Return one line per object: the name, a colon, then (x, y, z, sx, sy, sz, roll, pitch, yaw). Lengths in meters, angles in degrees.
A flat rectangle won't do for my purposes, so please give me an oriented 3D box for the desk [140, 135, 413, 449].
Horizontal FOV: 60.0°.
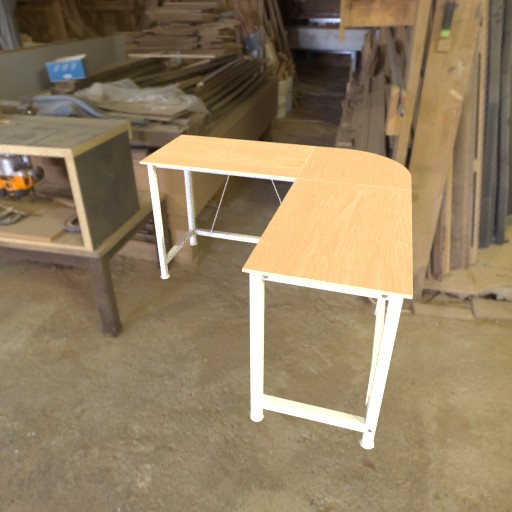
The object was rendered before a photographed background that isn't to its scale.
desk: (0.000, 0.000, 2.279, 1.400, 0.762, 1.400, 9, 32, 14)
